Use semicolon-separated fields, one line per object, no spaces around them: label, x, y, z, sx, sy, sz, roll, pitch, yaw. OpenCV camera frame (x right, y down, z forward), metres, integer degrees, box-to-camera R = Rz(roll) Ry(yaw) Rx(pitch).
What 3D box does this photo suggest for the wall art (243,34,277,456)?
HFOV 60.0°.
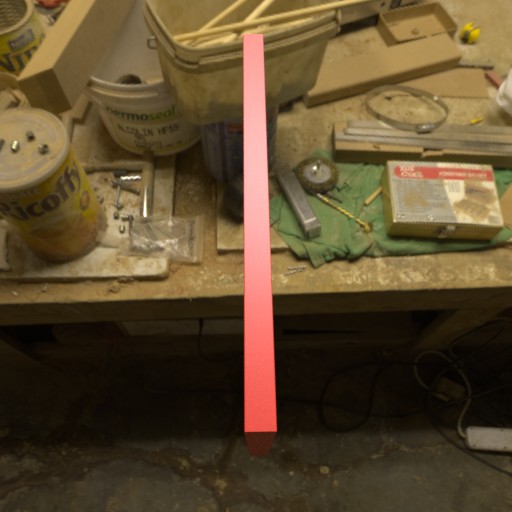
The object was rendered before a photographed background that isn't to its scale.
wall art;0.000;0.000;0.764;0.033;0.405;0.607;-1;63;0
